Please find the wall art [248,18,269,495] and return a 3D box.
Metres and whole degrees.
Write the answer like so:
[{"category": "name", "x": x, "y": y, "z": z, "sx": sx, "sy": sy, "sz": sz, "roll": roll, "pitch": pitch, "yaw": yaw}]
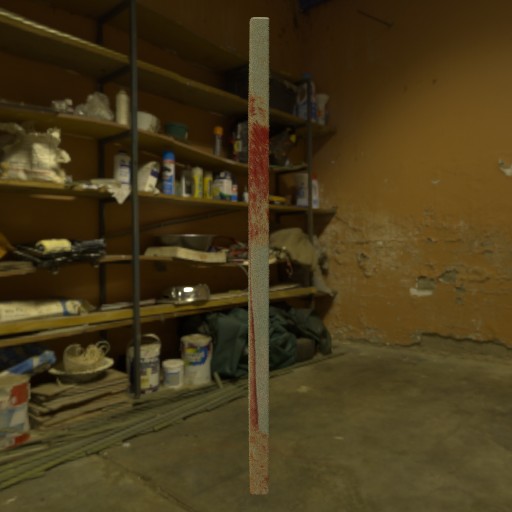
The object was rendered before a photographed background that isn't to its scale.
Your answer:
[{"category": "wall art", "x": 0.000, "y": 0.000, "z": 1.149, "sx": 0.037, "sy": 0.915, "sz": 0.605, "roll": 0, "pitch": 1, "yaw": -1}]
